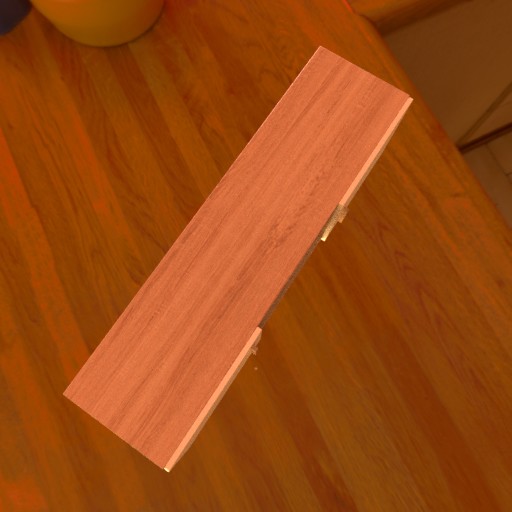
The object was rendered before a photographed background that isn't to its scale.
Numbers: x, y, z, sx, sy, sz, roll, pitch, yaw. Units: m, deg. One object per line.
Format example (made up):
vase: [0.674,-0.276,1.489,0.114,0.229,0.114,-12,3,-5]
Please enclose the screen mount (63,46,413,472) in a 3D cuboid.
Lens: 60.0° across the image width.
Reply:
screen mount: [0.000,0.000,1.754,0.420,0.570,1.500,33,78,8]
